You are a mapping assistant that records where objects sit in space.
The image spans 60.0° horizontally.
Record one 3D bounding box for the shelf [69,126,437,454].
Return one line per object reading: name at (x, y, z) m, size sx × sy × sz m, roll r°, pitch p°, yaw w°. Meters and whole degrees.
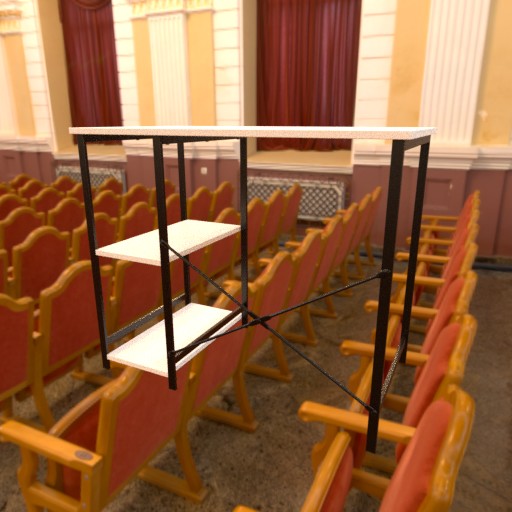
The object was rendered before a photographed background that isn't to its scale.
shelf at (0.000, 0.000, 1.348) m, size 0.902 × 0.750 × 0.498 m, roll 8°, pitch 19°, yaw 25°
